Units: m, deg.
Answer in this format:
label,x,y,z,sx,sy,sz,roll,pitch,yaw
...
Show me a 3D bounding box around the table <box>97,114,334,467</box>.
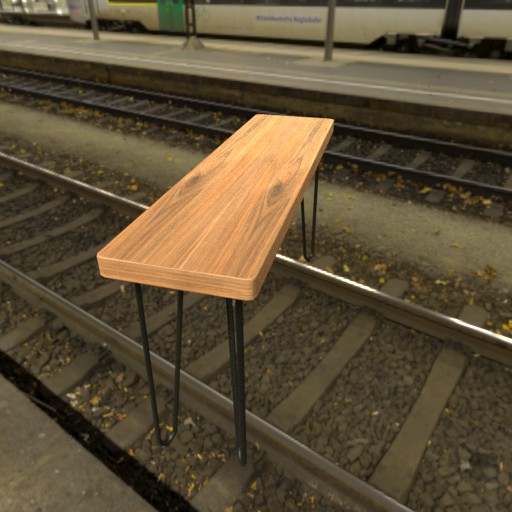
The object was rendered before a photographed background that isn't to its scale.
label,x,y,z,sx,sy,sz,roll,pitch,yaw
table,0.000,0.000,1.932,0.425,0.834,1.570,8,32,13
